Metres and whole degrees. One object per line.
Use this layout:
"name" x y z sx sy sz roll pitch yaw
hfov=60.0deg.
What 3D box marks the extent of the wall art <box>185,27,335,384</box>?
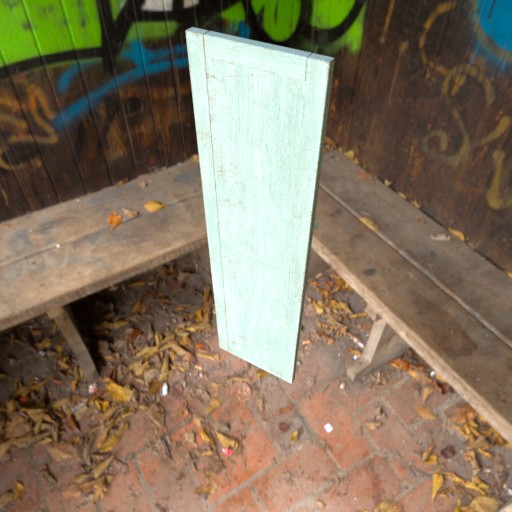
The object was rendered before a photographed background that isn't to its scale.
"wall art" 0.000 0.000 1.321 0.329 1.219 0.025 22 50 20
